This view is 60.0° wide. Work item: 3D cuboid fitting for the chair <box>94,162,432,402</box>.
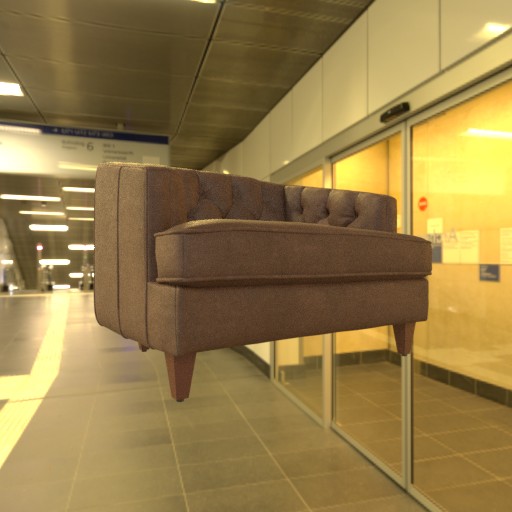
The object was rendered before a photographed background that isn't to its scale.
[{"bbox_3d":[0.000,0.000,1.743,1.118,0.787,0.914,0,-1,-35],"label":"chair"}]
